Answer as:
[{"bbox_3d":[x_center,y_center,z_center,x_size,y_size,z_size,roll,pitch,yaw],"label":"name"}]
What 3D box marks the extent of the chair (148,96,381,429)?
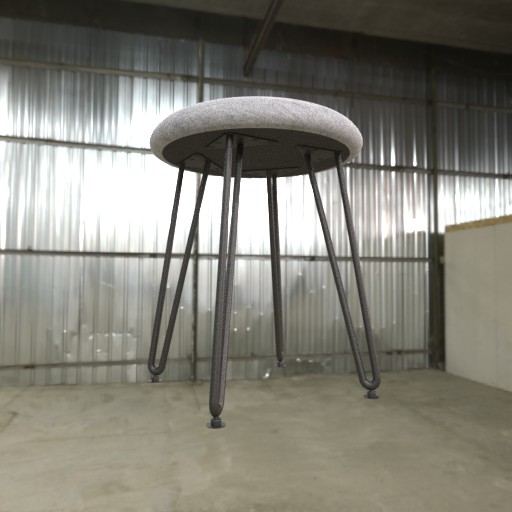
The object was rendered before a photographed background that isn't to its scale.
[{"bbox_3d":[0.000,0.000,0.652,0.350,0.386,0.350,-1,-2,16],"label":"chair"}]
